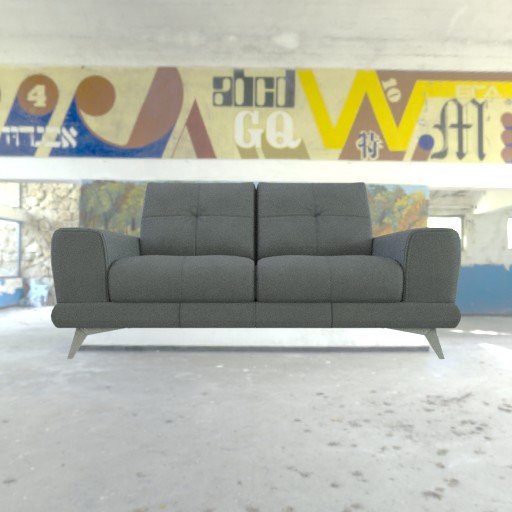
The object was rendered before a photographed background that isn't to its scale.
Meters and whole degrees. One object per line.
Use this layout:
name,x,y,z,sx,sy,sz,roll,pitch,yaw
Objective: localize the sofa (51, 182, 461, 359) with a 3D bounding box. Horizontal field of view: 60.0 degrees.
sofa,0.000,0.000,2.382,1.806,0.907,1.018,0,-1,0
